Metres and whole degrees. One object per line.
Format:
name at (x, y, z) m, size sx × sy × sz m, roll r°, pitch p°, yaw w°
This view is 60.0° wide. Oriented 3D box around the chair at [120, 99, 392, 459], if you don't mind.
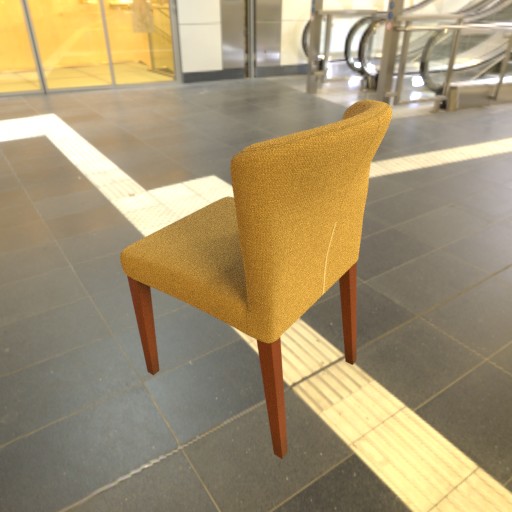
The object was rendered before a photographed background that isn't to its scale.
chair at (0.000, 0.000, 1.204) m, size 0.589 × 0.839 × 0.491 m, roll 21°, pitch 37°, yaw 30°
